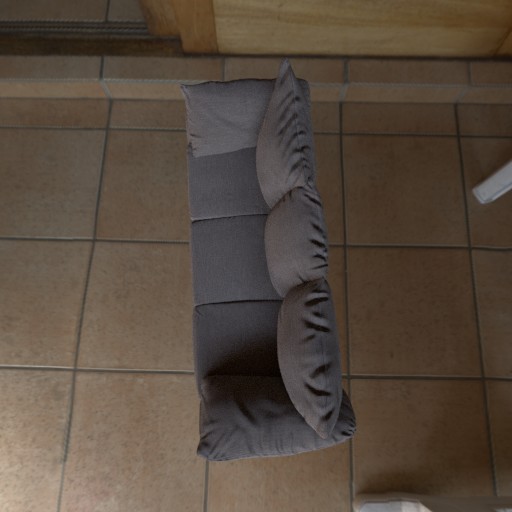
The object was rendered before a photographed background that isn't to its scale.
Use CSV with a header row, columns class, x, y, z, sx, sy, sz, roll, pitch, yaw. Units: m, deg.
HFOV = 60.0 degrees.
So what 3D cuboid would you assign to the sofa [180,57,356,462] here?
class,x,y,z,sx,sy,sz,roll,pitch,yaw
sofa,0.000,0.000,2.898,0.927,1.043,2.390,-4,75,-1
